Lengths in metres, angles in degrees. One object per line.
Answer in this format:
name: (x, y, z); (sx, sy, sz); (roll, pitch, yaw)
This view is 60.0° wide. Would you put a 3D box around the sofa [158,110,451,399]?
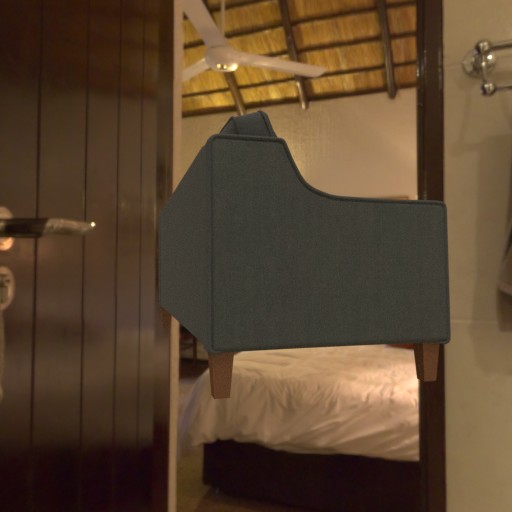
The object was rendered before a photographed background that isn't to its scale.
sofa: (0.000, 0.000, 2.439); (0.911, 0.974, 1.986); (1, -2, -17)
